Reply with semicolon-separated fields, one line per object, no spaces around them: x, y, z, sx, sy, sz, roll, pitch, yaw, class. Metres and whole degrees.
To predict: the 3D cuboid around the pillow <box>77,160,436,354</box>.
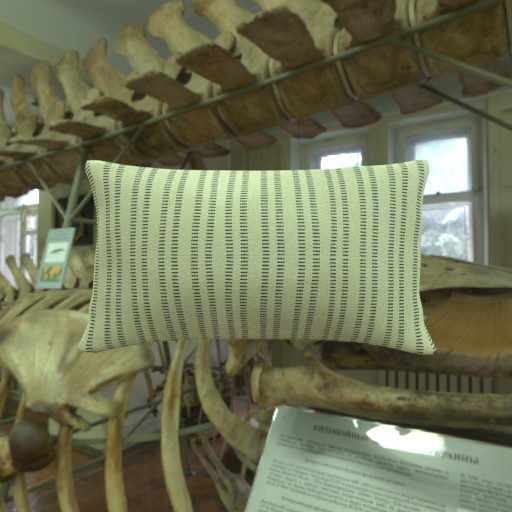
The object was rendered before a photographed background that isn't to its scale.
0.000;0.000;0.813;0.640;0.353;0.210;0;-2;1;pillow
